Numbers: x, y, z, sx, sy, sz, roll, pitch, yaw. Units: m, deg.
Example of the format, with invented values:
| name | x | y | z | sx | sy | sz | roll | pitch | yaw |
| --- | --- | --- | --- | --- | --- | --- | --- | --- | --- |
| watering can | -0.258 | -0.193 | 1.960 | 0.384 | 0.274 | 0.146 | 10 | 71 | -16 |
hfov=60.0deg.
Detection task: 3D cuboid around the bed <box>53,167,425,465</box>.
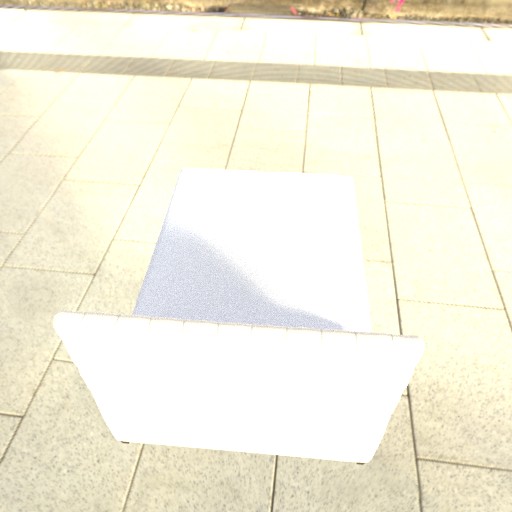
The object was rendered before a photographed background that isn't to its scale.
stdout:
| name | x | y | z | sx | sy | sz | roll | pitch | yaw |
| --- | --- | --- | --- | --- | --- | --- | --- | --- | --- |
| bed | 0.000 | 0.000 | 3.269 | 1.698 | 1.427 | 2.387 | 4 | 47 | 3 |
